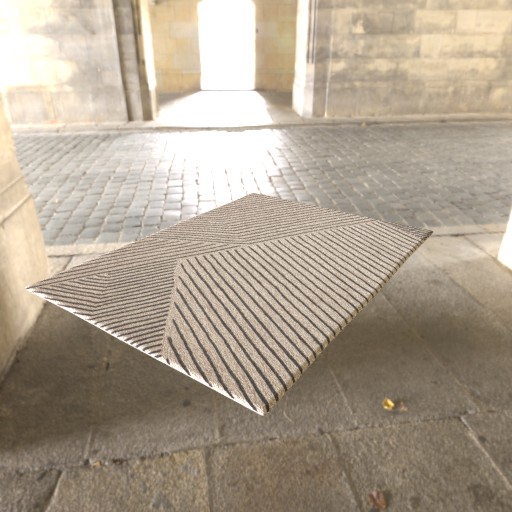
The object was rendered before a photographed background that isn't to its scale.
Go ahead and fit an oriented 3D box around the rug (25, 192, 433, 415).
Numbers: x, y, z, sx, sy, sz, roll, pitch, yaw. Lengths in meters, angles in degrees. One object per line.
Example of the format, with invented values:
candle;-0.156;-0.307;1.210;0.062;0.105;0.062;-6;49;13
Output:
rug;0.000;0.000;3.197;1.829;0.028;2.449;17;30;32
